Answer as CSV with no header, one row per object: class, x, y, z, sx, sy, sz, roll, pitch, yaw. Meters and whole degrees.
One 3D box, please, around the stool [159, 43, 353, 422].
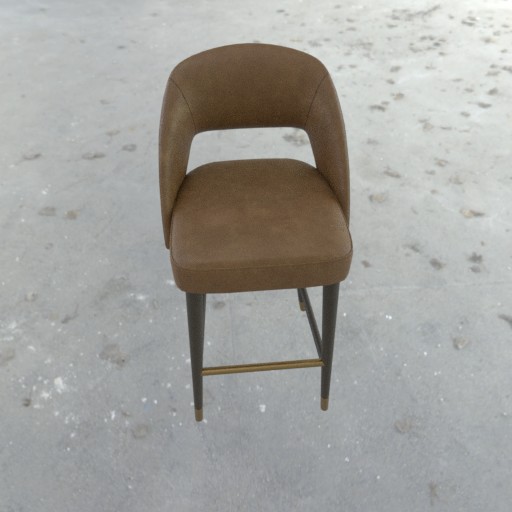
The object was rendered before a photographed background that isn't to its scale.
stool,0.000,0.000,1.316,0.494,1.037,0.509,-4,45,-4
